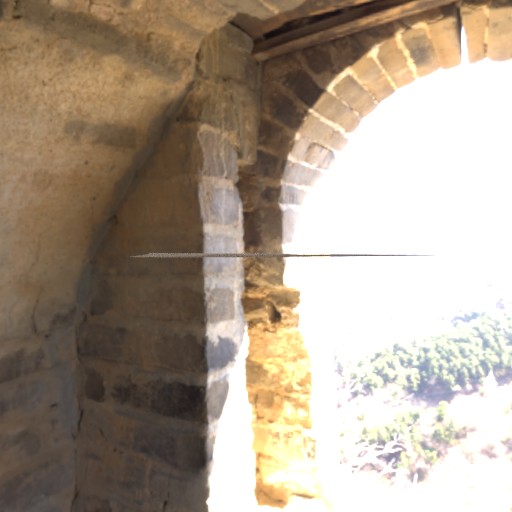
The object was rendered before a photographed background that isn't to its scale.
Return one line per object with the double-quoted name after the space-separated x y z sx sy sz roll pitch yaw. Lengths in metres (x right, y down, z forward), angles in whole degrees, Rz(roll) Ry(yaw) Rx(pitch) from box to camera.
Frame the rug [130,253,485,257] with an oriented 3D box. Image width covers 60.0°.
0.000 0.000 2.319 1.223 0.008 1.813 0 0 -18 "rug"
